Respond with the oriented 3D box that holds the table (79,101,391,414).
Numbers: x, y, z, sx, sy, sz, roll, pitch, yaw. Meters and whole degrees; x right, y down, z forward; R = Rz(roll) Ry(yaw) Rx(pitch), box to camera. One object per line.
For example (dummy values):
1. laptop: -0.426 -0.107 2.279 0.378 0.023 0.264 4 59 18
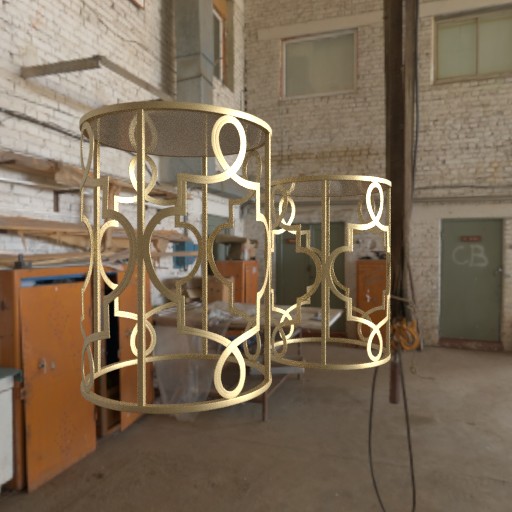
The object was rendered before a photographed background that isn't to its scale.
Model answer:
1. table: 0.000 0.000 1.131 0.846 0.564 0.420 0 1 -35
